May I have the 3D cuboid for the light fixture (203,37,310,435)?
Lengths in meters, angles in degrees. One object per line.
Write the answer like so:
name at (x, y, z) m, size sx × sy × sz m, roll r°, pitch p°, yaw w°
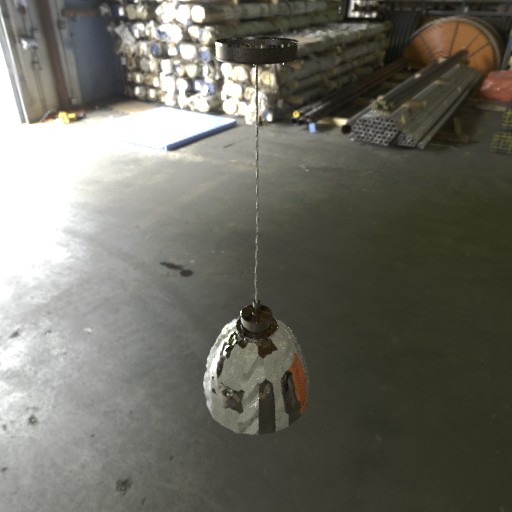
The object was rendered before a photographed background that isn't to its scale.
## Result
light fixture at (0.000, 0.000, 1.723) m, size 0.496 × 1.511 × 0.500 m, roll 9°, pitch 32°, yaw 14°
